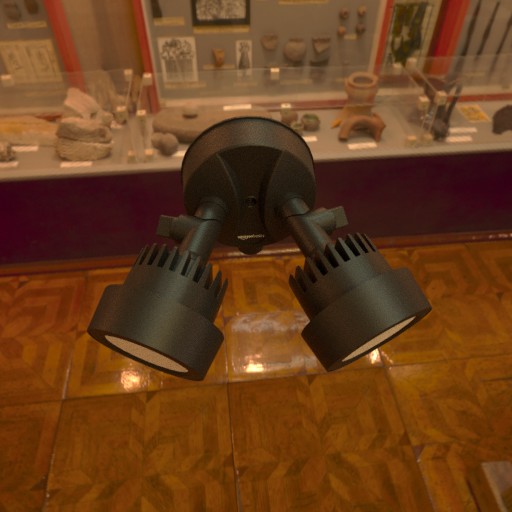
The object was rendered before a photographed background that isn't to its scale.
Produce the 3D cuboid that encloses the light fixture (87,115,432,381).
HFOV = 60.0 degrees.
[{"bbox_3d":[0.000,0.000,0.307,0.213,0.120,0.168,-3,47,-3],"label":"light fixture"}]
